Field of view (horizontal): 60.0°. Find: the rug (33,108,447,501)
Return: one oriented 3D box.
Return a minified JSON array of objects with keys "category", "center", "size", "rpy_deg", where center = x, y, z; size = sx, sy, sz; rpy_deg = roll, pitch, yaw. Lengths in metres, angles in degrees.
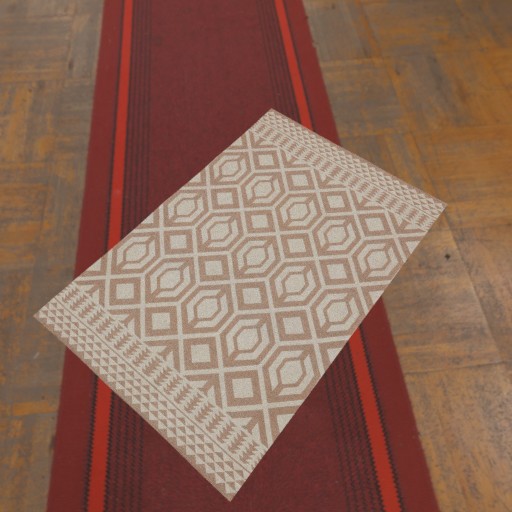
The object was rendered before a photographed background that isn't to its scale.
[{"category":"rug","center":[0.000,0.000,2.255],"size":[1.219,0.008,1.829],"rpy_deg":[35,65,19]}]
